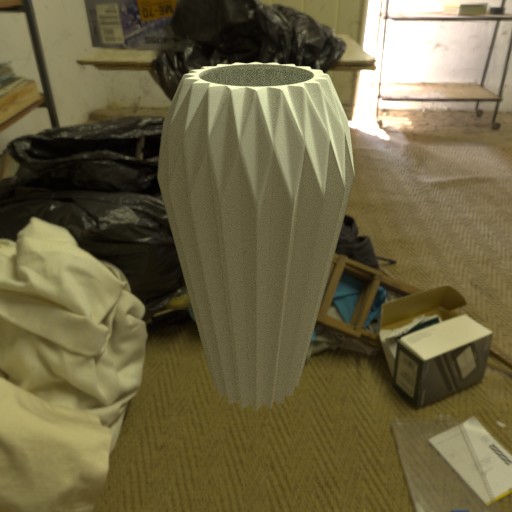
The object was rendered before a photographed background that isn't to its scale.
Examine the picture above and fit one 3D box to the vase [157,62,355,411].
[{"bbox_3d":[0.000,0.000,0.341,0.133,0.263,0.133,0,33,0],"label":"vase"}]
